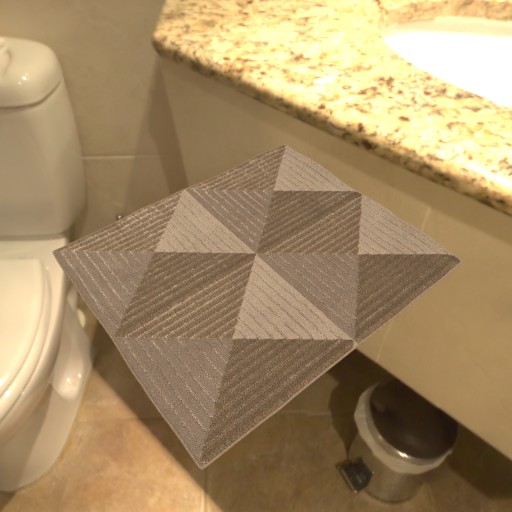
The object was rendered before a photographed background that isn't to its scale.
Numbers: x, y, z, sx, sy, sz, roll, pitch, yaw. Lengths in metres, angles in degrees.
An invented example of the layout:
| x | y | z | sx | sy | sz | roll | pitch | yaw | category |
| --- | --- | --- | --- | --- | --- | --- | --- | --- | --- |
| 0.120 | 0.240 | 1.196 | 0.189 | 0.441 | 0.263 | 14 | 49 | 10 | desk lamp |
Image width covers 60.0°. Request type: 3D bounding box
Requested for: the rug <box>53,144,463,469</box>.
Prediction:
| x | y | z | sx | sy | sz | roll | pitch | yaw | category |
| --- | --- | --- | --- | --- | --- | --- | --- | --- | --- |
| 0.000 | 0.000 | 0.900 | 0.642 | 0.008 | 0.551 | -30 | 54 | -25 | rug |
